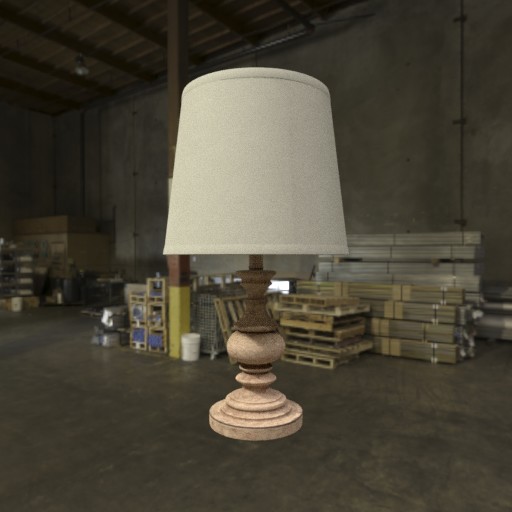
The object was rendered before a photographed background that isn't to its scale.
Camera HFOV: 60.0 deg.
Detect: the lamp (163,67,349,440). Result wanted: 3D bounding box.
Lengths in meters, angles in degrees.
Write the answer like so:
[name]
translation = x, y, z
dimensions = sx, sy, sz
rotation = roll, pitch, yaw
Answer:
[lamp]
translation = 0.000, 0.000, 0.665
dimensions = 0.273, 0.497, 0.273
rotation = 0, 0, 0
